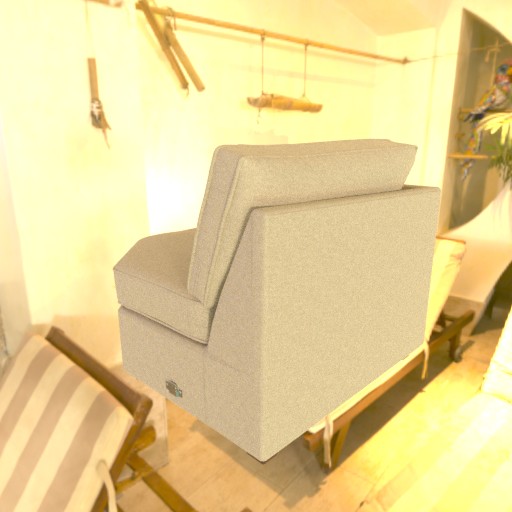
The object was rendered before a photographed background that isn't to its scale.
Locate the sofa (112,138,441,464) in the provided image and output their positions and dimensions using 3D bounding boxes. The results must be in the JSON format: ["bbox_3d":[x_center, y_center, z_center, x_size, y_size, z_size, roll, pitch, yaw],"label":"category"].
[{"bbox_3d":[0.000,0.000,1.822,1.050,0.937,1.042,15,22,42],"label":"sofa"}]
